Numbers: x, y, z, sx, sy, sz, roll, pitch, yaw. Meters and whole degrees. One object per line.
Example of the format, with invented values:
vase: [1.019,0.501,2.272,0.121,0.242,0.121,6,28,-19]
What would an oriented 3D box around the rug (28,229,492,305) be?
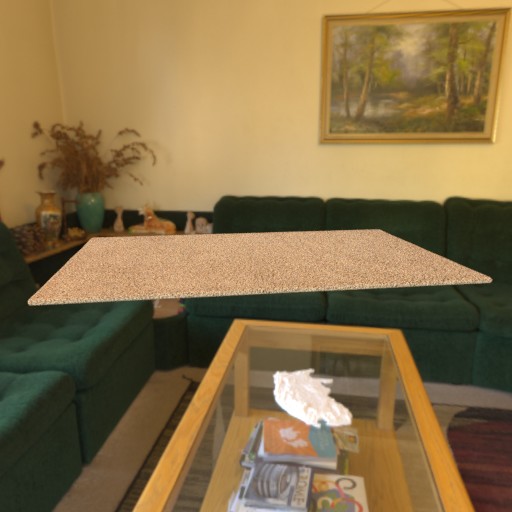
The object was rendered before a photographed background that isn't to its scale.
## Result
rug: [0.000,0.000,3.014,2.438,0.030,1.524,-2,14,-8]
